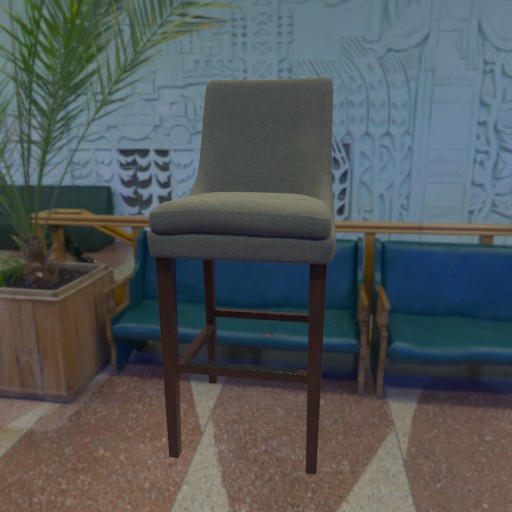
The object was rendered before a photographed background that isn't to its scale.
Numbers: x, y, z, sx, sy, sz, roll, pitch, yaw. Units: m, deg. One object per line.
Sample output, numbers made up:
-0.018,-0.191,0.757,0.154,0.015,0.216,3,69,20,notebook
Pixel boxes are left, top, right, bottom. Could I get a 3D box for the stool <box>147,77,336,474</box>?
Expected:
0.000,0.000,1.348,0.470,1.078,0.577,2,14,9,stool
